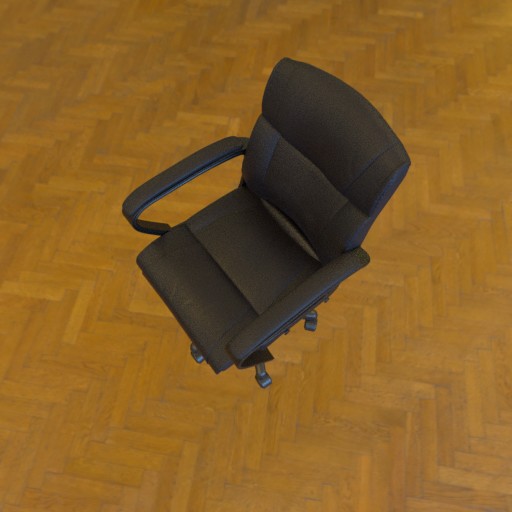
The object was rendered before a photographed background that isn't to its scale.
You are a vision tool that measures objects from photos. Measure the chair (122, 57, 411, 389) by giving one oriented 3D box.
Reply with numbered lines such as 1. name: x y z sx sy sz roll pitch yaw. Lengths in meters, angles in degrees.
1. chair: 0.000 0.000 1.410 0.641 0.998 0.576 -34 68 -16
